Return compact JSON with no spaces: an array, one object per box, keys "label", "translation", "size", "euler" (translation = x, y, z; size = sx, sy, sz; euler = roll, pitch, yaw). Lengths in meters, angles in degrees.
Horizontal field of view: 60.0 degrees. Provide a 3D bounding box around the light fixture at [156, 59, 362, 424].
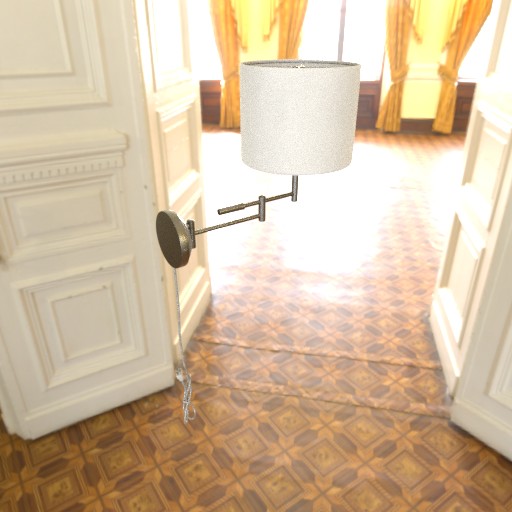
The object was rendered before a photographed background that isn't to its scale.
[{"label":"light fixture","translation":[0.000,0.000,1.063],"size":[0.479,0.842,0.253],"euler":[-18,32,-31]}]
